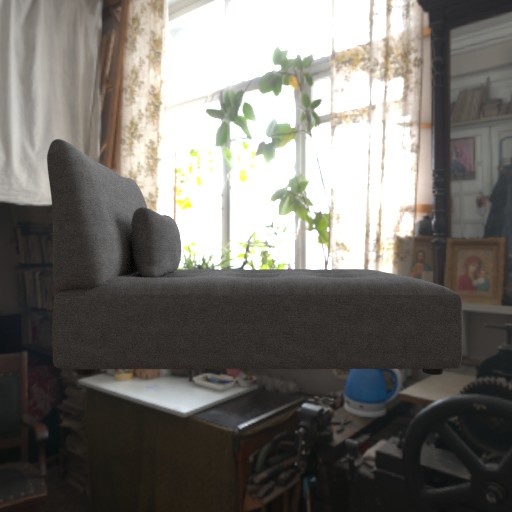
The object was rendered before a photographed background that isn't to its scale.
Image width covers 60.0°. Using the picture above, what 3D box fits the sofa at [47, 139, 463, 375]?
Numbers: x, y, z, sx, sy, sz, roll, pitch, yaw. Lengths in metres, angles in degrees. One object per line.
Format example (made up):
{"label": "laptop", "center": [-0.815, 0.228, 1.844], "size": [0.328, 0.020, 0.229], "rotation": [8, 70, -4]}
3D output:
{"label": "sofa", "center": [0.000, 0.000, 1.960], "size": [1.450, 0.820, 0.930], "rotation": [0, 1, 0]}
